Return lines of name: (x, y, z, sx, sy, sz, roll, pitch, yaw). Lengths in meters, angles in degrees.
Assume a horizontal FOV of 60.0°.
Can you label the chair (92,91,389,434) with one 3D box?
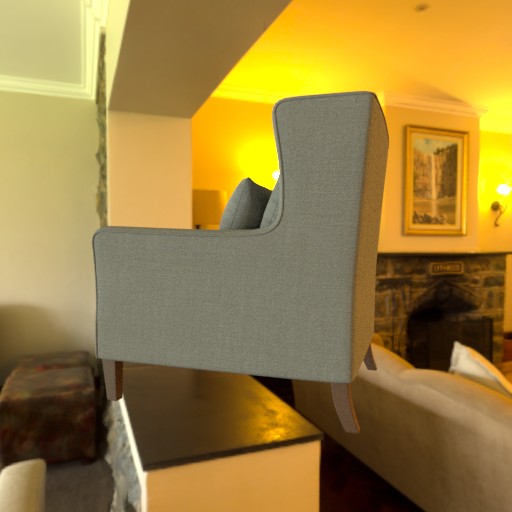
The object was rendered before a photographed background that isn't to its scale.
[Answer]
chair: (0.000, 0.000, 1.839, 1.040, 1.056, 0.866, 0, 1, 19)
